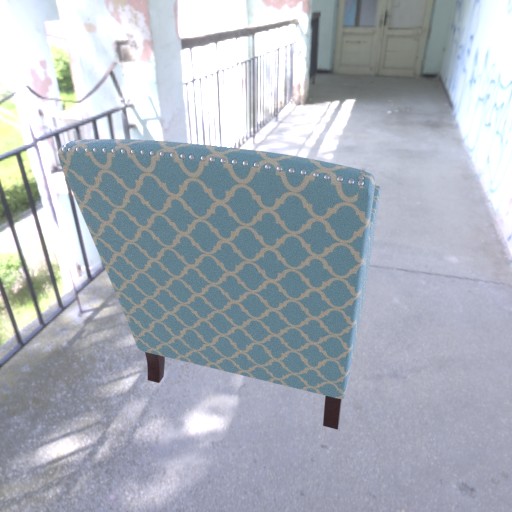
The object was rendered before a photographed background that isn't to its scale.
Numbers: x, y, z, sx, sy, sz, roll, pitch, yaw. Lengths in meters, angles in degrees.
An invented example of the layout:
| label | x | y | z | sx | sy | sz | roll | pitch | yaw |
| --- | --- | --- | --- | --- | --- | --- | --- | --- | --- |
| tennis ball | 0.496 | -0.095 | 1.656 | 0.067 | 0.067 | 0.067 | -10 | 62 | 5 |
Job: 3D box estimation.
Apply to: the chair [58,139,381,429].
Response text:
| label | x | y | z | sx | sy | sz | roll | pitch | yaw |
| --- | --- | --- | --- | --- | --- | --- | --- | --- | --- |
| chair | 0.000 | 0.000 | 1.267 | 0.617 | 0.817 | 0.686 | 9 | 32 | 15 |
